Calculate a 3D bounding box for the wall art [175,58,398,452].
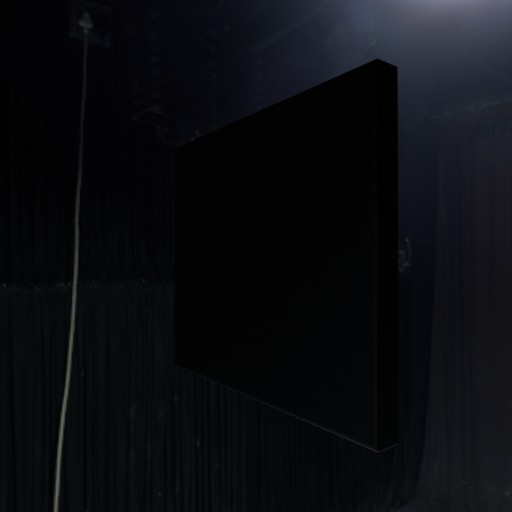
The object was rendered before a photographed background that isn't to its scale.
[{"bbox_3d":[0.000,0.000,0.532,0.028,0.330,0.380,0,0,-37],"label":"wall art"}]
